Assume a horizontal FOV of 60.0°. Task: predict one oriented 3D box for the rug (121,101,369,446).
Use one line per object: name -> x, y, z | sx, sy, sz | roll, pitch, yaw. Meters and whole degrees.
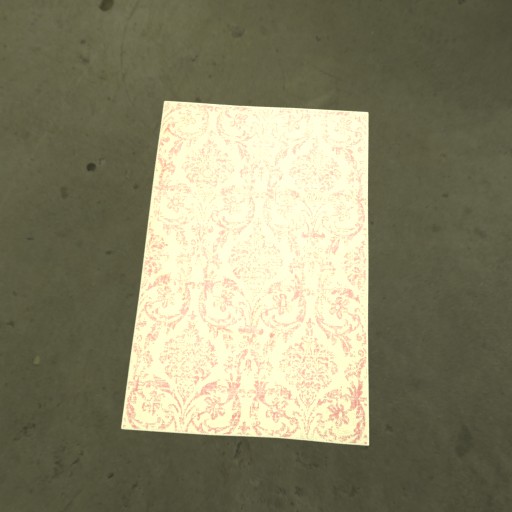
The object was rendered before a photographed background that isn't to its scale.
rug -> 0.000, 0.000, 3.586 | 1.819, 0.018, 2.746 | 3, 75, 1
